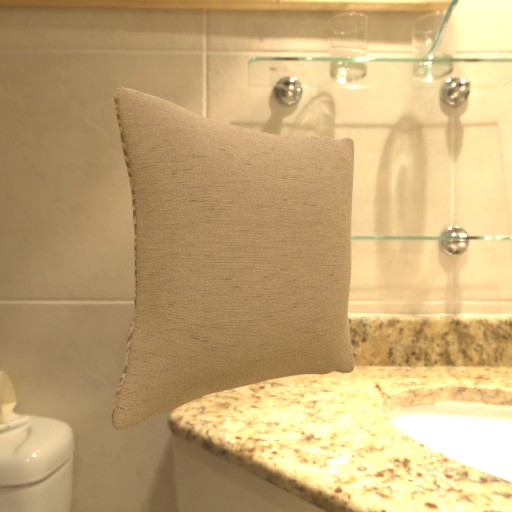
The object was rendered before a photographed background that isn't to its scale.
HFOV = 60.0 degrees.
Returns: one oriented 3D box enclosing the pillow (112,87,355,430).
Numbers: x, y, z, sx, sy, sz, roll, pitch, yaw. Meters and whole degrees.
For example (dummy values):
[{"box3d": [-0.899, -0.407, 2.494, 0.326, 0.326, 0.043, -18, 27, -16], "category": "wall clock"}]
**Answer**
[{"box3d": [0.000, 0.000, 0.666, 0.438, 0.421, 0.167, 0, 0, -37], "category": "pillow"}]
